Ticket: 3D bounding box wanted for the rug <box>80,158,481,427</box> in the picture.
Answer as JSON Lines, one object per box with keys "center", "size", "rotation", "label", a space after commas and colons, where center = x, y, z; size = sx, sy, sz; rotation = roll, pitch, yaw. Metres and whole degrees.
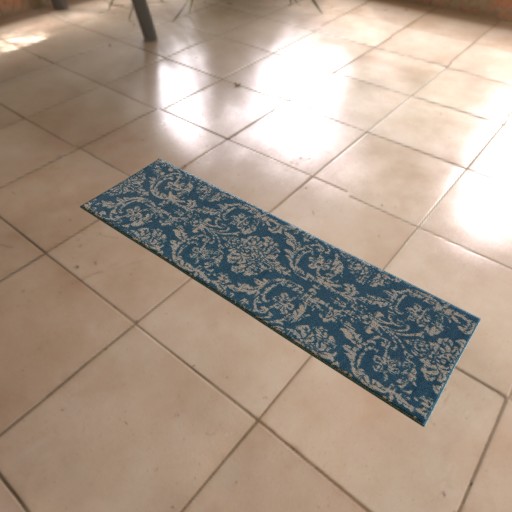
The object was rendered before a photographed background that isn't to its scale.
{"center": [0.000, 0.000, 2.391], "size": [2.196, 0.011, 0.662], "rotation": [29, 53, 25], "label": "rug"}
